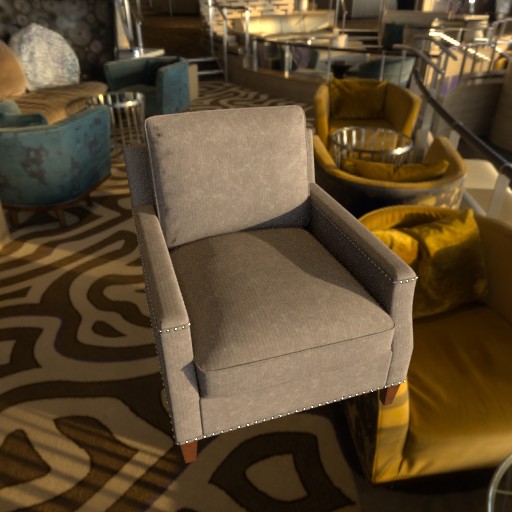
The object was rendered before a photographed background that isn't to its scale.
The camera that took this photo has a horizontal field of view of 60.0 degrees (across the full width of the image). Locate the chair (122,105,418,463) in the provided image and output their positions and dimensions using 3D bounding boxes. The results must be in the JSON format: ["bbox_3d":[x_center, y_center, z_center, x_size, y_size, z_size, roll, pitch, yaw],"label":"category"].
[{"bbox_3d":[0.000,0.000,1.716,0.853,0.948,1.014,-10,33,-15],"label":"chair"}]
